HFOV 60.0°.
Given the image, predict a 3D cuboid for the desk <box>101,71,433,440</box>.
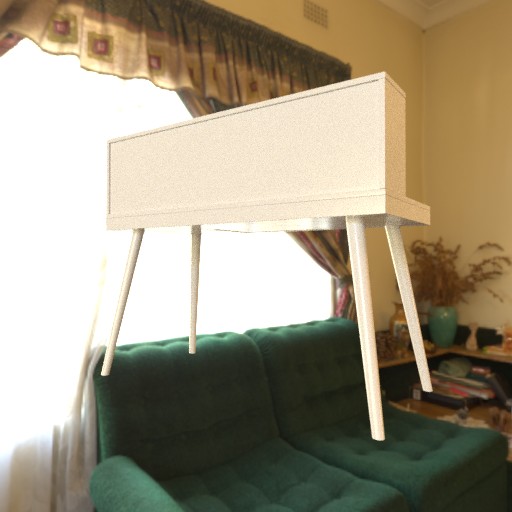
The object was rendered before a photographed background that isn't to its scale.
[{"bbox_3d":[0.000,0.000,1.744,1.199,0.990,0.559,0,-1,35],"label":"desk"}]
